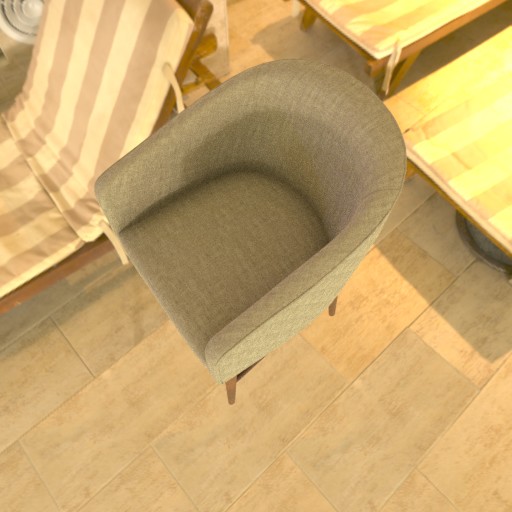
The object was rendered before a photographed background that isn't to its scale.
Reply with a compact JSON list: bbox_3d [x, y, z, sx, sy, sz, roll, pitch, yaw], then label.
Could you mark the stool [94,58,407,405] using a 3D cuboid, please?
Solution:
[{"bbox_3d":[0.000,0.000,1.339,0.635,0.952,0.559,-33,67,-16],"label":"stool"}]
